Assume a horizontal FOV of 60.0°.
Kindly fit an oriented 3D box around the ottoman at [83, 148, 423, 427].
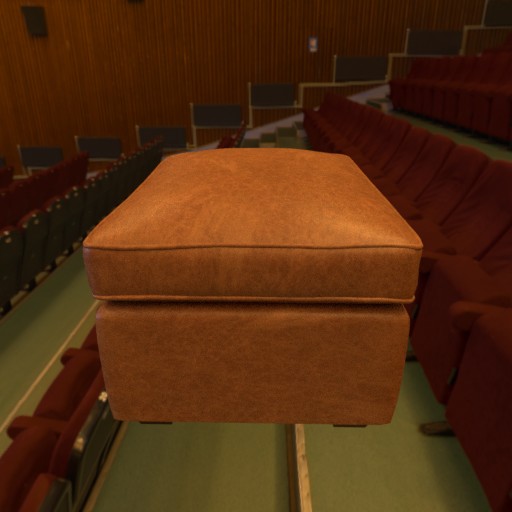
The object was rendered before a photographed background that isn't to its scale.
[{"bbox_3d":[0.000,0.000,1.094,0.554,0.468,0.756,1,24,1],"label":"ottoman"}]
